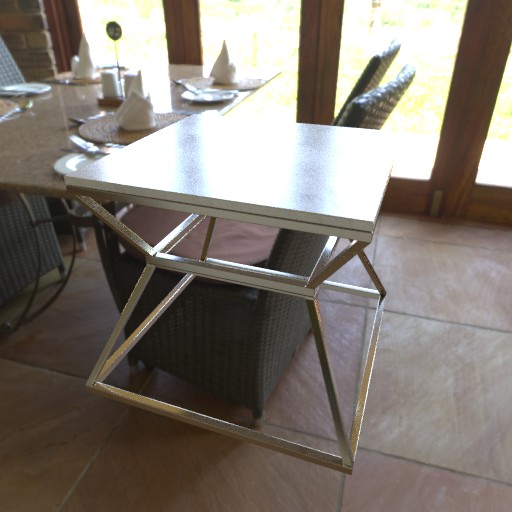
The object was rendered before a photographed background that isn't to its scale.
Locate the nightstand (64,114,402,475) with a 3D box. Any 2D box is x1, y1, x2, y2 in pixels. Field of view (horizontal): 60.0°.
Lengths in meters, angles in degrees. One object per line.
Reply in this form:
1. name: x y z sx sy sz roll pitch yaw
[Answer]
1. nightstand: 0.000 0.000 0.883 0.513 0.426 0.514 10 32 17
